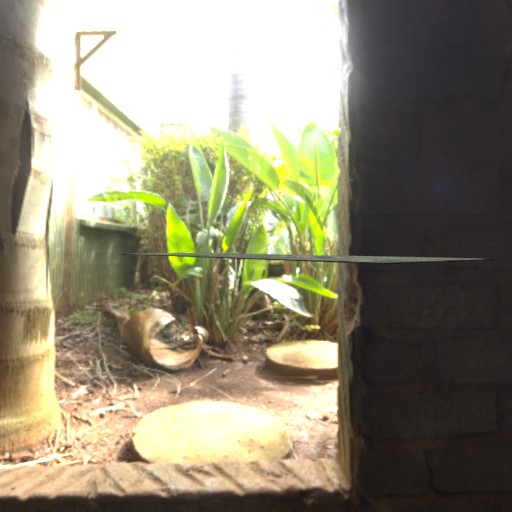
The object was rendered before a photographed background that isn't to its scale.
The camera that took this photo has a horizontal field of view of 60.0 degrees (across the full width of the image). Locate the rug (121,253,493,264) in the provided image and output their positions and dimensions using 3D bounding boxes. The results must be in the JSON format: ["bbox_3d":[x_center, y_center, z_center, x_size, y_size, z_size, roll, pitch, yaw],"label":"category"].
[{"bbox_3d":[0.000,0.000,2.680,0.761,0.006,2.438,-1,1,-37],"label":"rug"}]
